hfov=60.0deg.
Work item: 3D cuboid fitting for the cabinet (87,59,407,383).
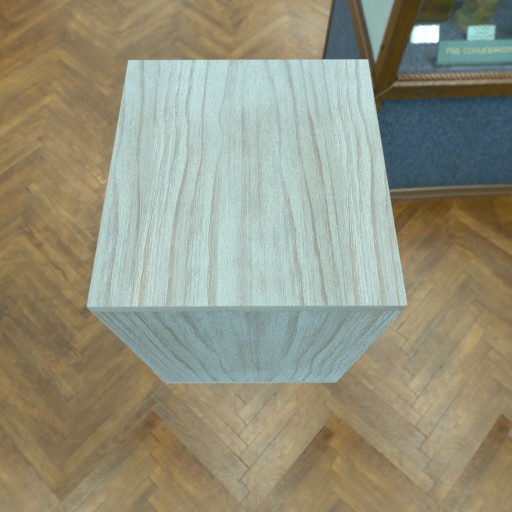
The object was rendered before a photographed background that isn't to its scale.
[{"bbox_3d":[0.000,0.000,0.871,0.401,0.579,0.409,0,64,0],"label":"cabinet"}]
